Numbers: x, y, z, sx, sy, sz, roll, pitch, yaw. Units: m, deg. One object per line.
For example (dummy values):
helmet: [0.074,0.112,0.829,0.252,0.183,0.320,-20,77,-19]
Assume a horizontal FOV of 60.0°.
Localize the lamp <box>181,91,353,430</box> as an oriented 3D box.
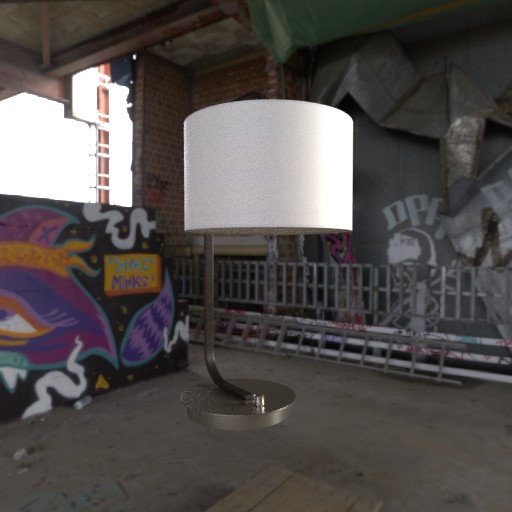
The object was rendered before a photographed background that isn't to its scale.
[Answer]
lamp: [0.000,0.000,0.640,0.230,0.473,0.288,0,1,-35]
